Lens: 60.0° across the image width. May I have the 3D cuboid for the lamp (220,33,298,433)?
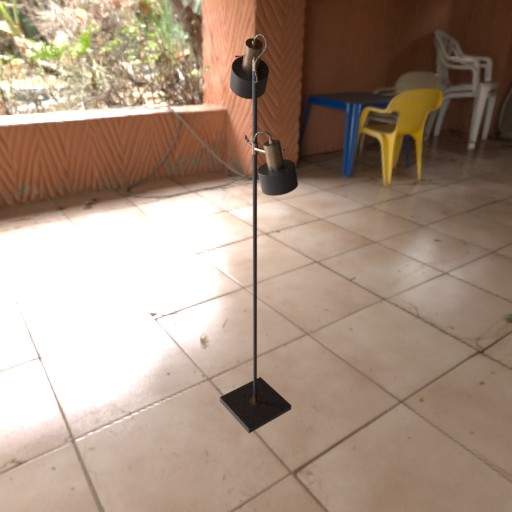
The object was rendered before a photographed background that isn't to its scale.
[{"bbox_3d":[0.000,0.000,1.679,0.233,1.505,0.315,-17,31,-32],"label":"lamp"}]
